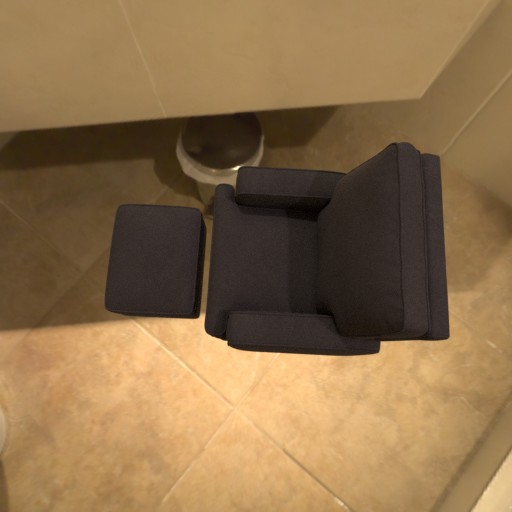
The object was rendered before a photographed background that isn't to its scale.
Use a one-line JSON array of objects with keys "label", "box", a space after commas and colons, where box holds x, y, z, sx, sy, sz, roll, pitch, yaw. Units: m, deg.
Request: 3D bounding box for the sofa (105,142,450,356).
[{"label": "sofa", "box": [0.000, 0.000, 2.076, 1.472, 0.959, 0.861, 3, 76, 1]}]
